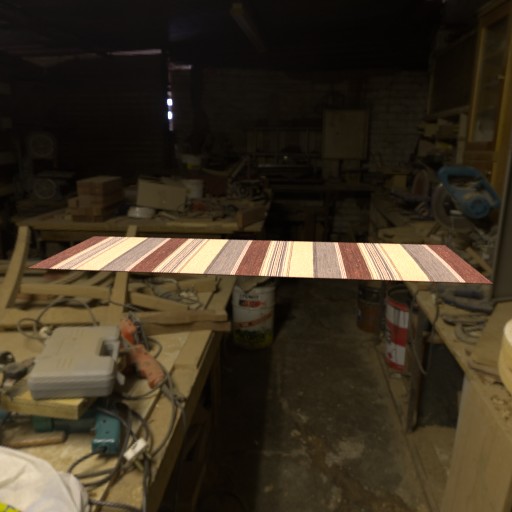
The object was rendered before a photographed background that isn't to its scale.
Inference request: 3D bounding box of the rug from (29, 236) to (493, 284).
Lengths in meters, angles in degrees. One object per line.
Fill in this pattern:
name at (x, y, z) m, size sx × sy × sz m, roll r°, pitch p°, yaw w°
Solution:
rug at (0.000, 0.000, 2.693) m, size 2.437 × 0.006 × 0.792 m, roll 2°, pitch 15°, yaw 6°
